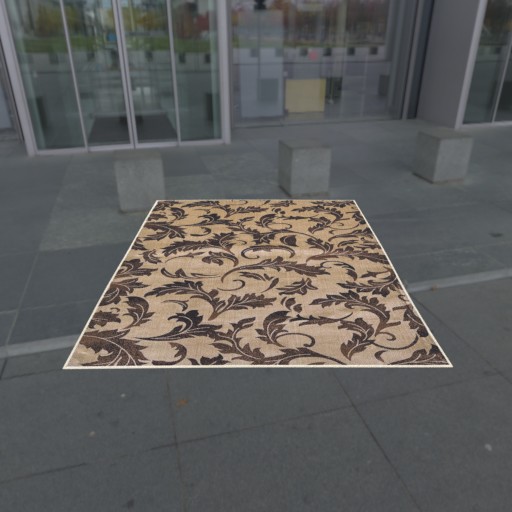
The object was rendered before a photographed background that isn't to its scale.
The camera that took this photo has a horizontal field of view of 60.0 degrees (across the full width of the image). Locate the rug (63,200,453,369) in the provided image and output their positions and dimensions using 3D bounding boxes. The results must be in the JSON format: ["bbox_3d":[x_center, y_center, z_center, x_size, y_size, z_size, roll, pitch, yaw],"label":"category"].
[{"bbox_3d":[0.000,0.000,4.002,2.380,0.008,2.977,0,27,0],"label":"rug"}]
